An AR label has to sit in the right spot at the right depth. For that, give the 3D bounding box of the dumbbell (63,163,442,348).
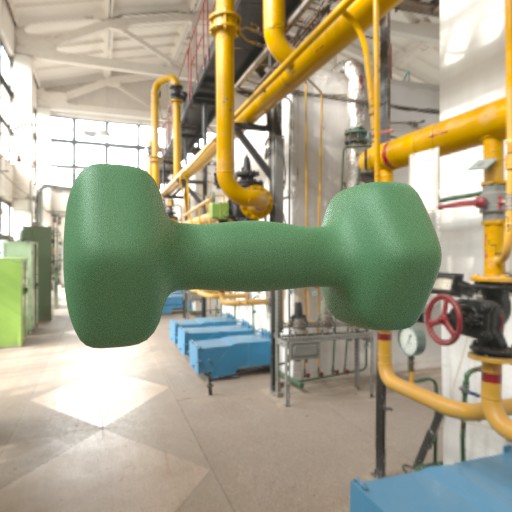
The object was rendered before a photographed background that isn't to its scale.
[{"bbox_3d":[0.000,0.000,0.324,0.257,0.114,0.126,0,0,-18],"label":"dumbbell"}]
